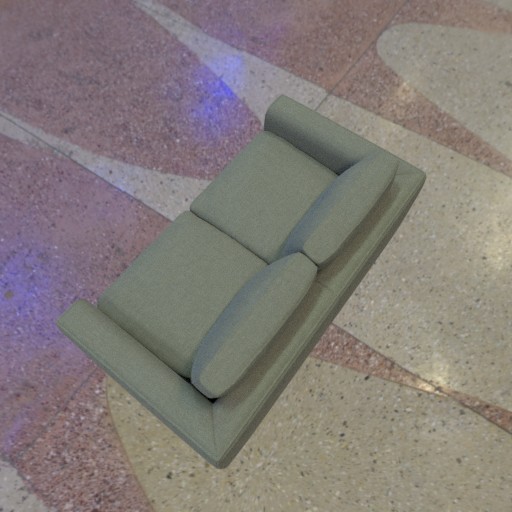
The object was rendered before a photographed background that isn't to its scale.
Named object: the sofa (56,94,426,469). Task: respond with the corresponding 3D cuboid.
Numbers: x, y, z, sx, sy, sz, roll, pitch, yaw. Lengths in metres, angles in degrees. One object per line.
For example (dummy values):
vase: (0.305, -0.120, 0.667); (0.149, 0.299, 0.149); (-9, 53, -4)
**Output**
sofa: (0.000, 0.000, 2.468); (1.069, 0.800, 1.920); (34, 69, 15)
